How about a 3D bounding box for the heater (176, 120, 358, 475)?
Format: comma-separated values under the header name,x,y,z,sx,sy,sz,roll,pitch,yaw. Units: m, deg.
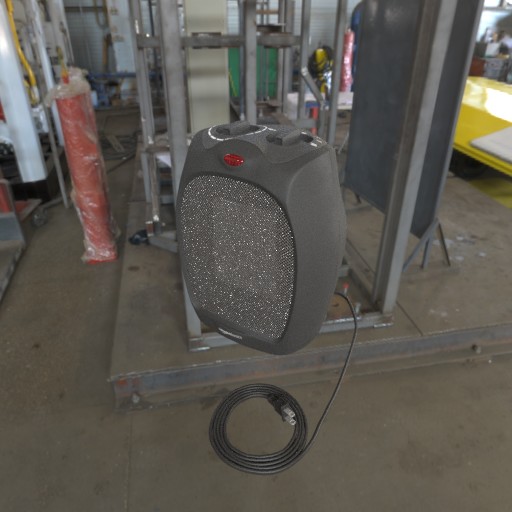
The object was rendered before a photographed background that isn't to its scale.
name,x,y,z,sx,sy,sz,roll,pitch,yaw
heater,0.000,0.000,0.462,0.239,0.240,0.291,19,35,28
